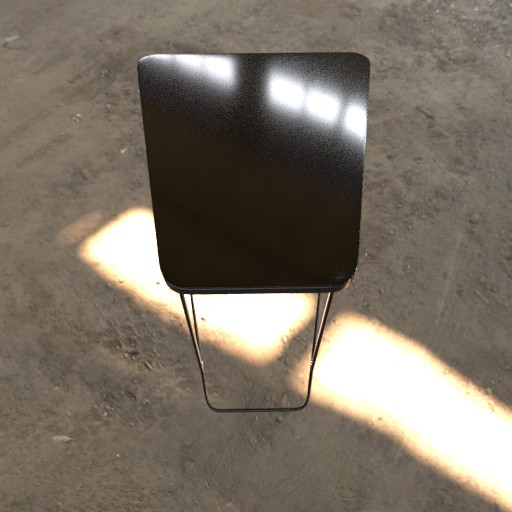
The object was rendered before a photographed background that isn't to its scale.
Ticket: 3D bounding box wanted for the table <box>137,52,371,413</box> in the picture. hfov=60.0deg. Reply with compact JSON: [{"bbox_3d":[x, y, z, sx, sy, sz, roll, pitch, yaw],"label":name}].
[{"bbox_3d":[0.000,0.000,0.952,0.427,0.624,0.500,-1,57,-1],"label":"table"}]
